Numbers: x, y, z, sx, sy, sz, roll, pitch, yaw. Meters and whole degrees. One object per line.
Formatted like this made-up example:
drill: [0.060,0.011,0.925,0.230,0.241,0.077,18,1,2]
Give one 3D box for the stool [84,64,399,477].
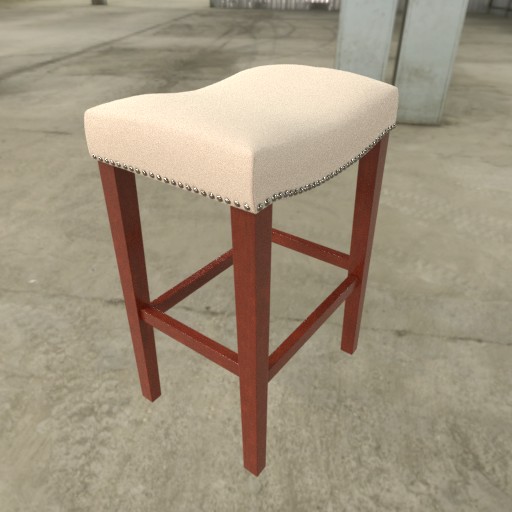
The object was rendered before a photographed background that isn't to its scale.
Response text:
stool: [0.000,0.000,1.000,0.372,0.742,0.504,22,38,30]
